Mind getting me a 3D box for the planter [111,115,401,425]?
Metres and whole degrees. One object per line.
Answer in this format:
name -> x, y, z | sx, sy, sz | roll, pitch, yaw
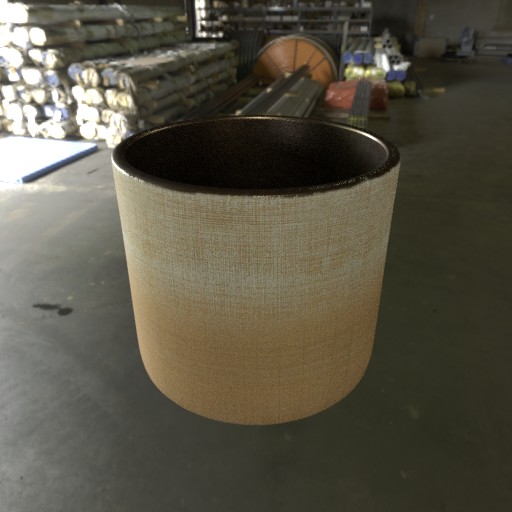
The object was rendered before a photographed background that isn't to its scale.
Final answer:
planter -> 0.000, 0.000, 0.392 | 0.221, 0.201, 0.221 | 0, 29, 0
